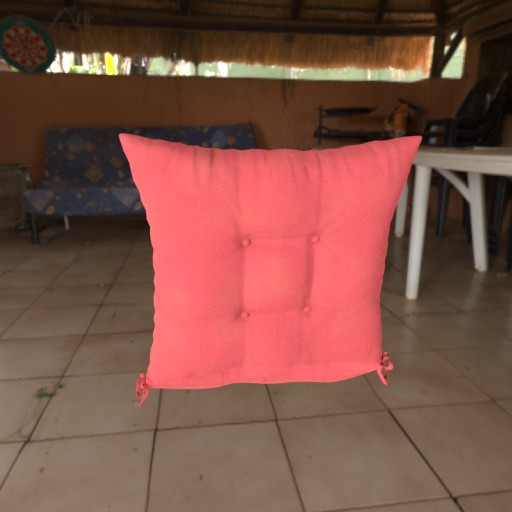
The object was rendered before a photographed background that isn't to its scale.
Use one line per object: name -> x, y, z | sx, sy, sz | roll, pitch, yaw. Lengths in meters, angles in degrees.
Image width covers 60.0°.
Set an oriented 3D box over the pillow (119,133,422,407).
pillow -> 0.000, 0.000, 1.019 | 0.541, 0.536, 0.585 | -2, 15, -9
